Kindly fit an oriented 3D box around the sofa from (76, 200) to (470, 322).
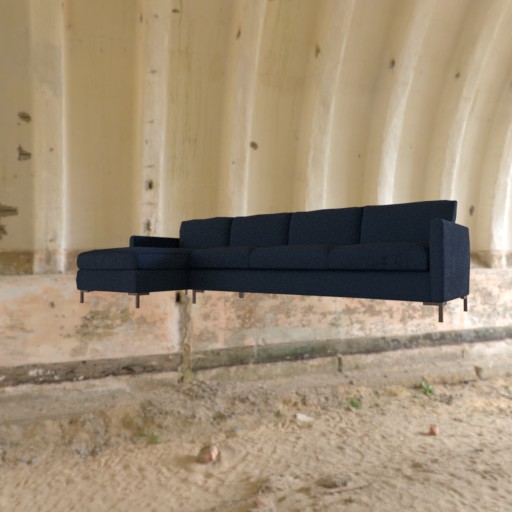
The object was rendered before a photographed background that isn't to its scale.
[{"bbox_3d":[0.000,0.000,2.947,2.450,0.679,1.128,-1,-1,36],"label":"sofa"}]
